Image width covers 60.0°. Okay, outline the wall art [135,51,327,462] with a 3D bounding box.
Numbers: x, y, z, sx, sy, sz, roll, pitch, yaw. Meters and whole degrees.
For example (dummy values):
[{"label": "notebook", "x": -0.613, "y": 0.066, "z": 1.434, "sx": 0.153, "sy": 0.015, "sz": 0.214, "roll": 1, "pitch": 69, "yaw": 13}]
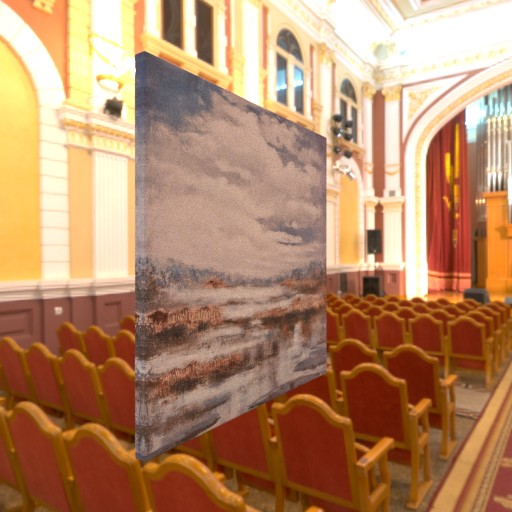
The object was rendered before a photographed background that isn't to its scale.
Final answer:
[{"label": "wall art", "x": 0.000, "y": 0.000, "z": 1.519, "sx": 0.040, "sy": 1.020, "sz": 1.010, "roll": 0, "pitch": 0, "yaw": 35}]
